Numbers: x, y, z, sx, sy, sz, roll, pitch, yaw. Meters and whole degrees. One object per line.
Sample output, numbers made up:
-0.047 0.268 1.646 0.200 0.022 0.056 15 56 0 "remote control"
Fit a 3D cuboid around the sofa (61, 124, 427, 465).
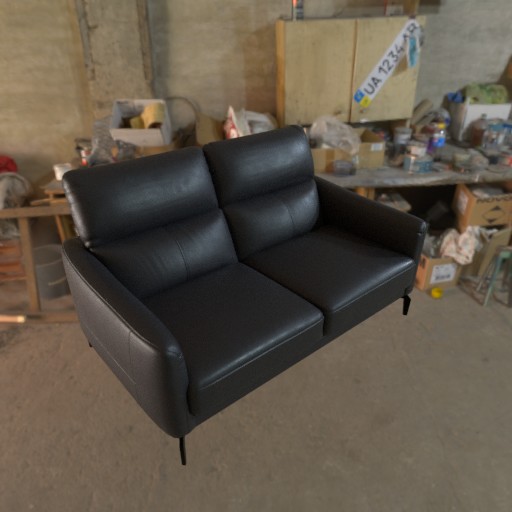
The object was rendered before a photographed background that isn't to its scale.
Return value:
0.000 0.000 2.155 1.596 0.920 0.958 -22 36 -34 "sofa"
